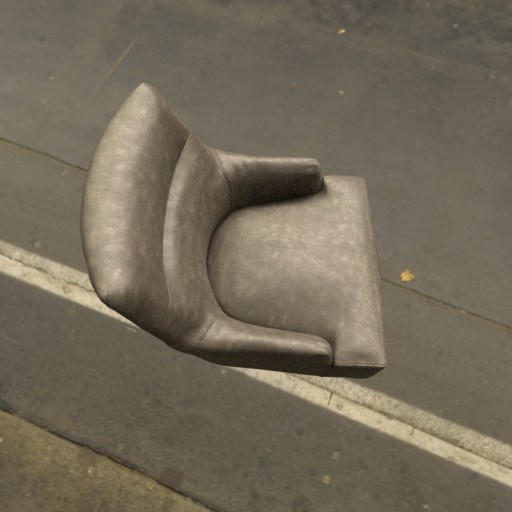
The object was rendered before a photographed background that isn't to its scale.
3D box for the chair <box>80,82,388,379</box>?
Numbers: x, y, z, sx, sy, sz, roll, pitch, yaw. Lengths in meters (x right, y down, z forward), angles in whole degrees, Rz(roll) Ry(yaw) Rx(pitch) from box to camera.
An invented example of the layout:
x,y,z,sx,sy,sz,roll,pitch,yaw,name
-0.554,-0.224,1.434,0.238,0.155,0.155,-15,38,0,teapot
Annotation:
x,y,z,sx,sy,sz,roll,pitch,yaw,name
0.000,0.000,1.498,0.874,0.870,0.738,1,63,0,chair
